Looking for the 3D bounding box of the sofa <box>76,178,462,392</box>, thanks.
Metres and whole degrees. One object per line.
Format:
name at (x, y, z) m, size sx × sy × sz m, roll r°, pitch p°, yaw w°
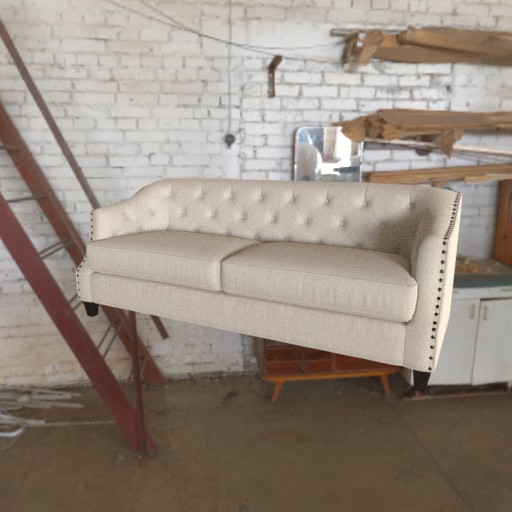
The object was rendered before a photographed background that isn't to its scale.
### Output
sofa at (0.000, 0.000, 2.768) m, size 2.235 × 0.901 × 0.914 m, roll 7°, pitch 14°, yaw 27°
